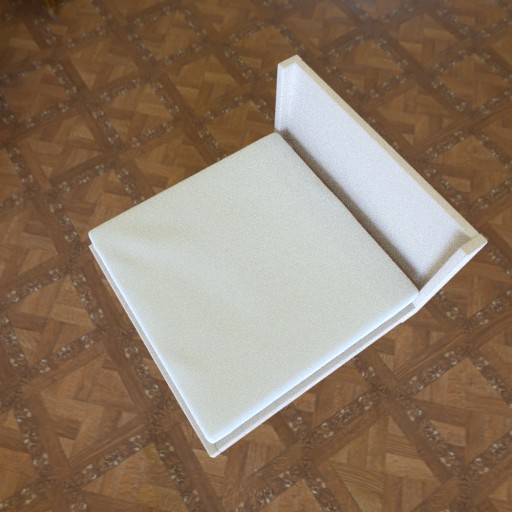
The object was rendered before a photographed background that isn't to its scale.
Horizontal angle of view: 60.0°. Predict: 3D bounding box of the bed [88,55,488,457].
[{"bbox_3d":[0.000,0.000,3.698,2.293,1.471,2.145,-31,68,-14],"label":"bed"}]
